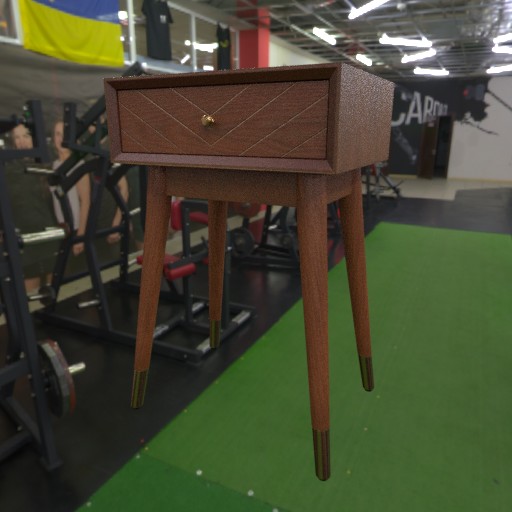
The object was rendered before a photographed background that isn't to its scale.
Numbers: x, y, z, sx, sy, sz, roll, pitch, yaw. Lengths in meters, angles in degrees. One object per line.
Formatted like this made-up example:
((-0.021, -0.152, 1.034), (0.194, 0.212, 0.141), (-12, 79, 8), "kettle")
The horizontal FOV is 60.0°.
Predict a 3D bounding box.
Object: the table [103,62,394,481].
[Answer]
((0.000, 0.000, 0.810), (0.406, 0.599, 0.300), (9, 18, 27), "table")
